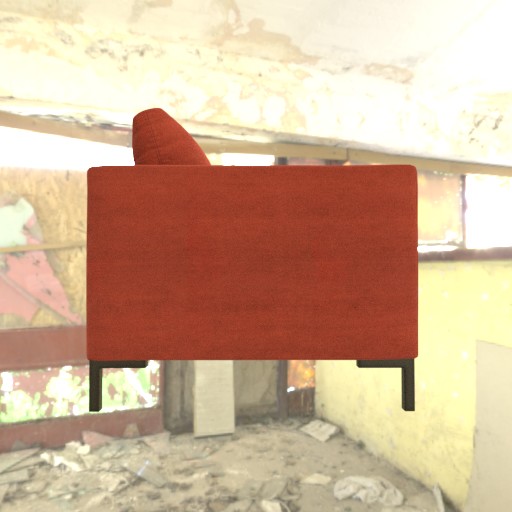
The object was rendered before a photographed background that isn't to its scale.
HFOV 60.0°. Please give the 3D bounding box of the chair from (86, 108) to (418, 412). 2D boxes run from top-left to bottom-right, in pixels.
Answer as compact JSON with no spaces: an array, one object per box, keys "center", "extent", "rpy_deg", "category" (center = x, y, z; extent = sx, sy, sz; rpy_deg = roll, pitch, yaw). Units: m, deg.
[{"center":[0.000,0.000,1.581],"extent":[0.875,0.812,0.964],"rpy_deg":[0,-2,0],"category":"chair"}]
